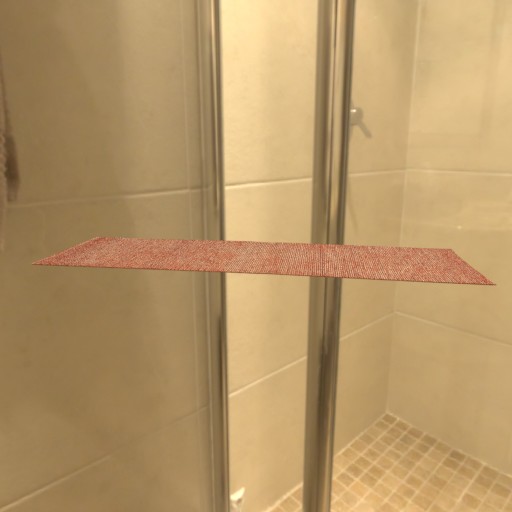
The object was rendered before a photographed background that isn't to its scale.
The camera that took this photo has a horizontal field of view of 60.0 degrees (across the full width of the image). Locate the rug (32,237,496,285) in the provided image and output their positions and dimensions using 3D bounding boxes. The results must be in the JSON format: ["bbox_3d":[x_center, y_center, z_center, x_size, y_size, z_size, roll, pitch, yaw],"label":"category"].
[{"bbox_3d":[0.000,0.000,2.556,2.353,0.013,0.718,2,14,9],"label":"rug"}]
